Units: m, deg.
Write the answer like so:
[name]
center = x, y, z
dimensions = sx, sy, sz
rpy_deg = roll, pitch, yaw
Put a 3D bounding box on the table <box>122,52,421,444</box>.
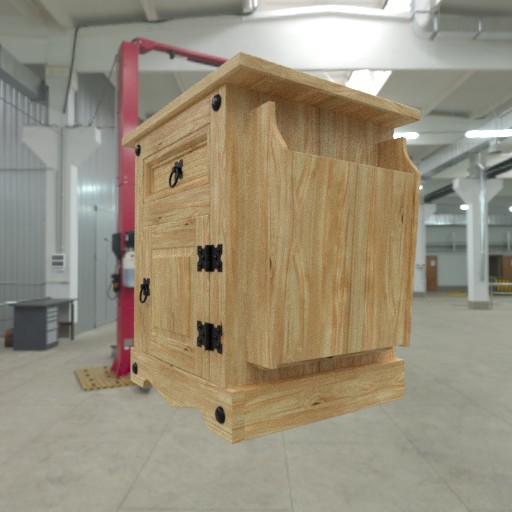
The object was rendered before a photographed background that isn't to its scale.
[table]
center = 0.000, 0.000, 0.864
dimensions = 0.380, 0.515, 0.530
rpy_deg = 1, -2, -35
